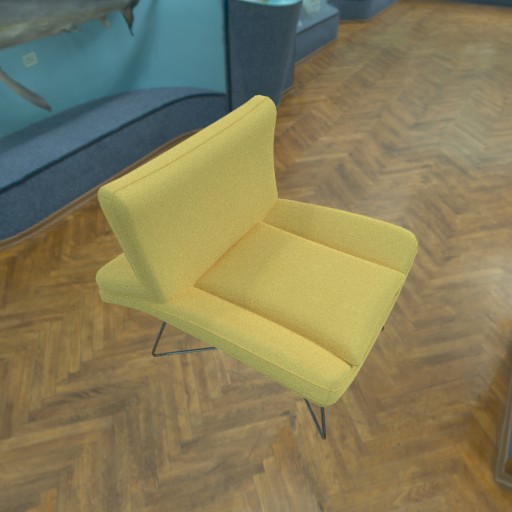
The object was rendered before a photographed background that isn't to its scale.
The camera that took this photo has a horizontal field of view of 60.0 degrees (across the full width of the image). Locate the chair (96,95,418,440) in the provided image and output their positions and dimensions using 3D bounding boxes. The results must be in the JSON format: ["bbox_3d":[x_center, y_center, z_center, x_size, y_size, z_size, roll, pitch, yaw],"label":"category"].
[{"bbox_3d":[0.000,0.000,1.648,1.008,0.855,0.859,22,45,24],"label":"chair"}]
